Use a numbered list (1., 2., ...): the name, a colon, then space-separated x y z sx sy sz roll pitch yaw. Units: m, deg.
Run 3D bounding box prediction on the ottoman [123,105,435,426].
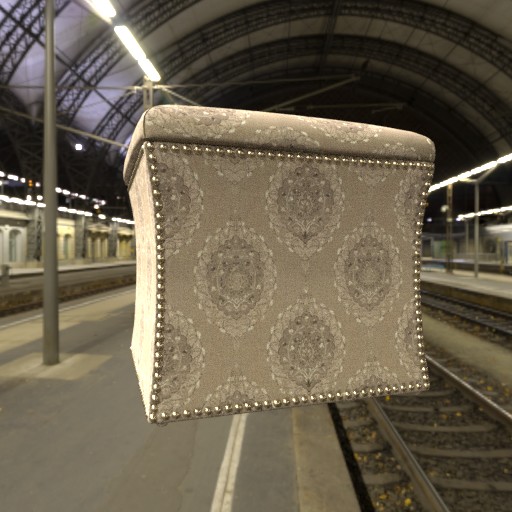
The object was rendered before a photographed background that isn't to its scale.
1. ottoman: 0.000 0.000 0.901 0.507 0.473 0.497 0 1 -19
